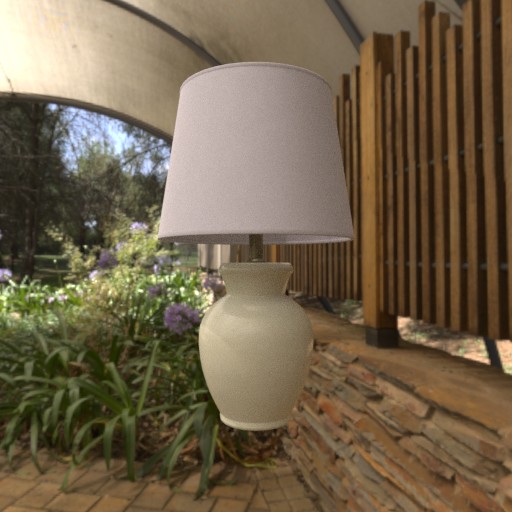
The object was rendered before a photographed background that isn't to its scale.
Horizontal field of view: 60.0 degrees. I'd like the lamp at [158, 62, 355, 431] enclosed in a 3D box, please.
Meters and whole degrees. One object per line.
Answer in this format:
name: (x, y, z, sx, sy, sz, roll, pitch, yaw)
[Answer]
lamp: (0.000, 0.000, 0.550, 0.239, 0.399, 0.239, 0, -1, 0)
